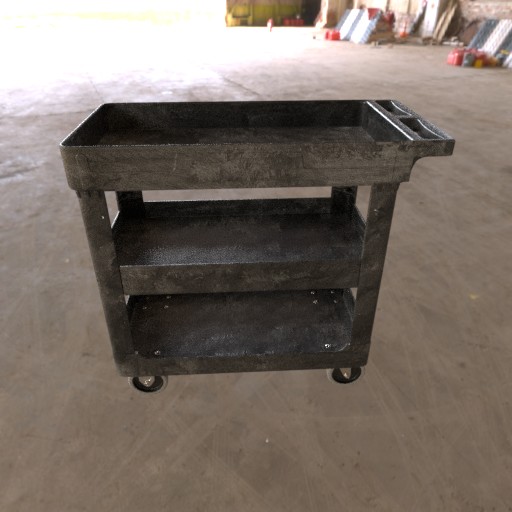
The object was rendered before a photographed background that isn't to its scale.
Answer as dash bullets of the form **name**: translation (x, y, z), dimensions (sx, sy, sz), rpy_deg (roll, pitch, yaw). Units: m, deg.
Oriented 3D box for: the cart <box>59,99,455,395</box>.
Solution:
- **cart**: translation (0.000, 0.000, 1.351), dimensions (0.877, 0.824, 0.420), rpy_deg (-2, 31, -3)
